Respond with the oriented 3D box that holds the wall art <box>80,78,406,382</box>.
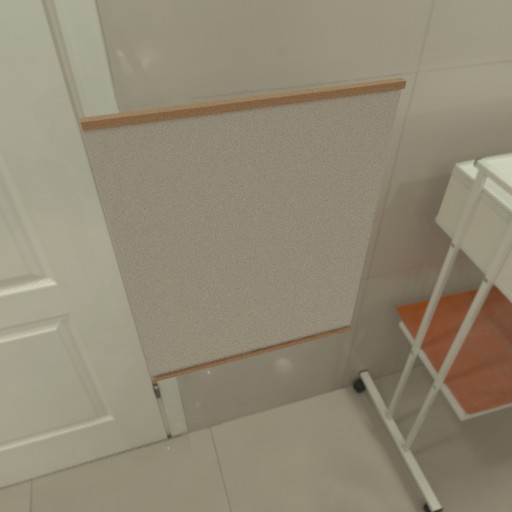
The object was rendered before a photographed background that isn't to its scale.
[{"bbox_3d":[0.000,0.000,0.701,0.405,0.508,0.012,-12,43,-13],"label":"wall art"}]
